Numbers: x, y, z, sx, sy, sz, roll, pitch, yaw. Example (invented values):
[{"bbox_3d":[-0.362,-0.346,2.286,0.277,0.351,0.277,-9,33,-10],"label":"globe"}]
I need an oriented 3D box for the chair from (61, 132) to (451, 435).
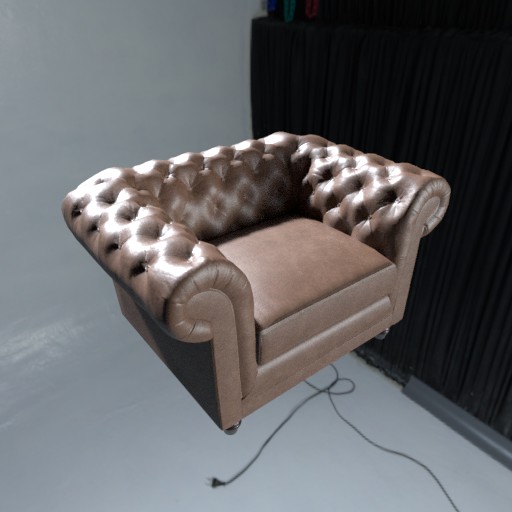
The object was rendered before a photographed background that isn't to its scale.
[{"bbox_3d":[0.000,0.000,1.889,1.298,0.784,0.954,-21,36,-32],"label":"chair"}]
